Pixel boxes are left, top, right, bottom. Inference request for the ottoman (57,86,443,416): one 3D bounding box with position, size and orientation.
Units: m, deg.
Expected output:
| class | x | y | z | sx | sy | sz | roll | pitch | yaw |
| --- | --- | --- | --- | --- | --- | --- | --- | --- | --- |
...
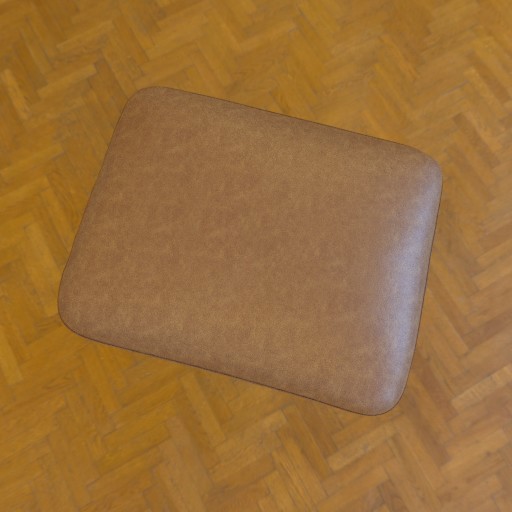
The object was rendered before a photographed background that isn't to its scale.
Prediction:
| class | x | y | z | sx | sy | sz | roll | pitch | yaw |
| --- | --- | --- | --- | --- | --- | --- | --- | --- | --- |
| ottoman | 0.000 | 0.000 | 1.107 | 0.747 | 0.478 | 0.593 | 14 | 77 | 3 |
